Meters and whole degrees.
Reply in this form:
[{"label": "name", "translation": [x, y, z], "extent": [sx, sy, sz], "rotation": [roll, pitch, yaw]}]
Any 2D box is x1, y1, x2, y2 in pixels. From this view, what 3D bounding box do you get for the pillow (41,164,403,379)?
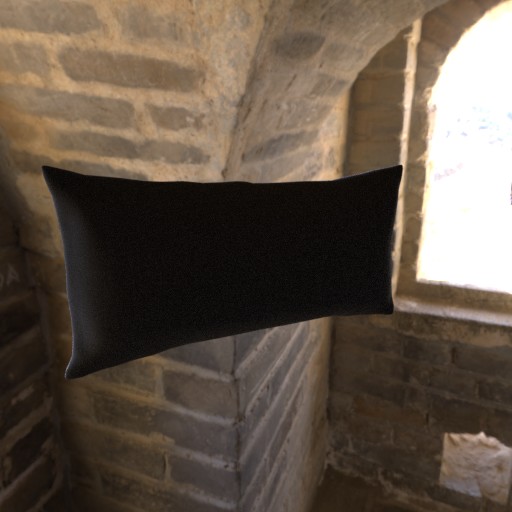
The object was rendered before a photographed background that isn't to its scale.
[{"label": "pillow", "translation": [0.000, 0.000, 0.729], "extent": [0.609, 0.305, 0.151], "rotation": [-7, 16, -25]}]
